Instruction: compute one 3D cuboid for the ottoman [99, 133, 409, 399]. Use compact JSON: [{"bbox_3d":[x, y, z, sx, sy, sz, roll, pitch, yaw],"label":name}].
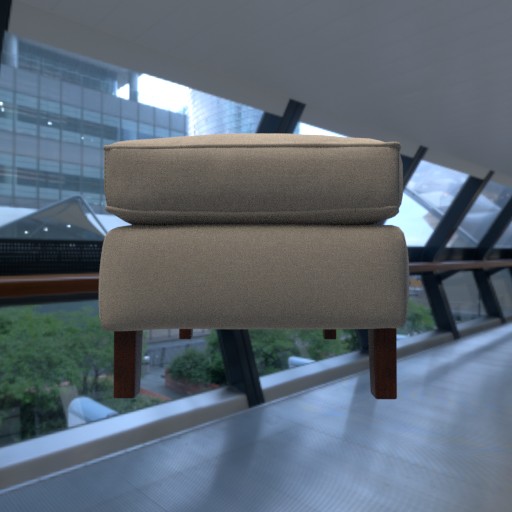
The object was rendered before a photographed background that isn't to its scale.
[{"bbox_3d":[0.000,0.000,0.979,0.501,0.456,0.665,0,-1,1],"label":"ottoman"}]
